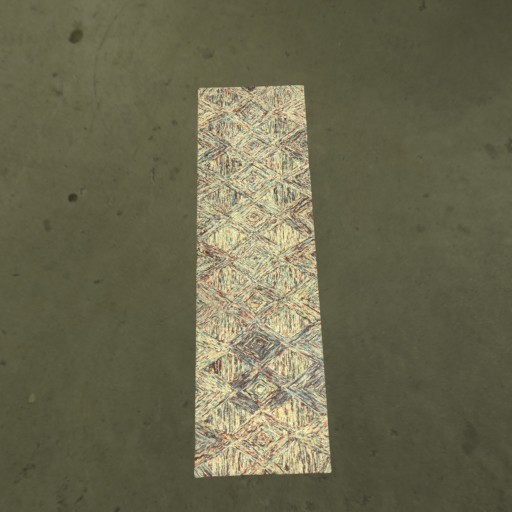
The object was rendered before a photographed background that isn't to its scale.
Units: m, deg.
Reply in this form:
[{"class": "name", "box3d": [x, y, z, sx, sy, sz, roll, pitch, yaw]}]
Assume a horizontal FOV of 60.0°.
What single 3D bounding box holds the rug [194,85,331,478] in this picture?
[{"class": "rug", "box3d": [0.000, 0.000, 2.543, 0.688, 0.015, 2.292, -2, 73, 0]}]
